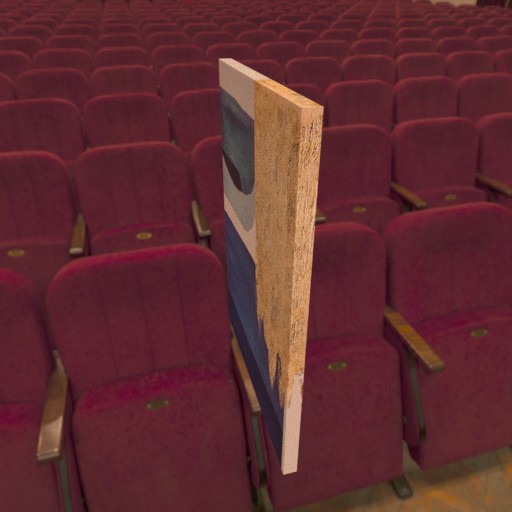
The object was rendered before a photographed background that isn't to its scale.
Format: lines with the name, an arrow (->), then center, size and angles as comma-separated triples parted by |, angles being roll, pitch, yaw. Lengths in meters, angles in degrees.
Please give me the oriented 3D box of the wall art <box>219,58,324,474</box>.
wall art -> 0.000, 0.000, 0.807 | 0.026, 0.613, 0.458 | -8, 31, -13
